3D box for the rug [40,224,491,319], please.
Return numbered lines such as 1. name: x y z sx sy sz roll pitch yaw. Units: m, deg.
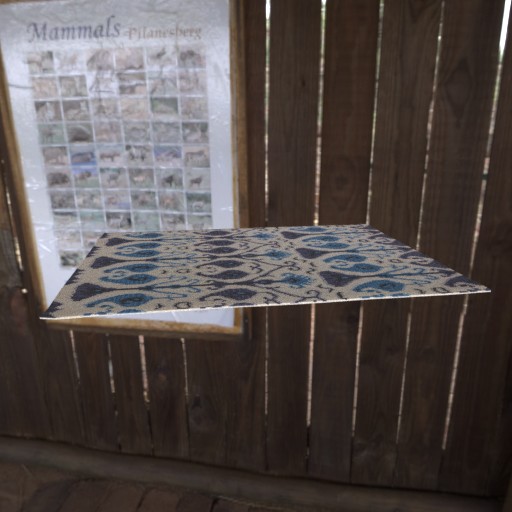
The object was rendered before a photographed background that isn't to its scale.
1. rug: 0.000 0.000 4.255 3.228 0.024 2.443 -3 16 -9
